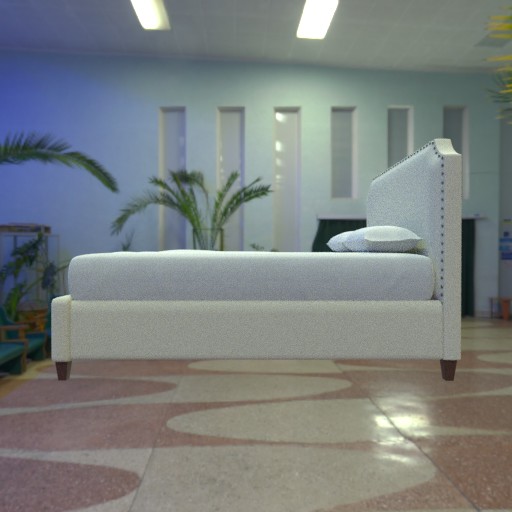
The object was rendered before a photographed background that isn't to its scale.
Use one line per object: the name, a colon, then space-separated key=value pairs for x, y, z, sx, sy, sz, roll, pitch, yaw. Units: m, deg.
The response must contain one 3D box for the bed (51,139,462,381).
bed: x=0.000 y=0.000 z=3.347 sx=2.329 sy=1.415 sz=1.703 roll=0 pitch=1 yaw=0
